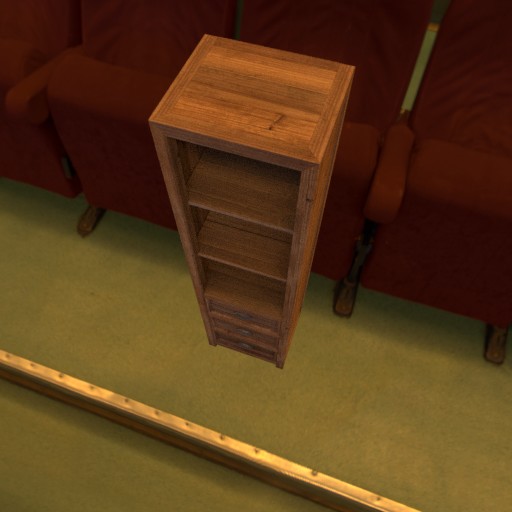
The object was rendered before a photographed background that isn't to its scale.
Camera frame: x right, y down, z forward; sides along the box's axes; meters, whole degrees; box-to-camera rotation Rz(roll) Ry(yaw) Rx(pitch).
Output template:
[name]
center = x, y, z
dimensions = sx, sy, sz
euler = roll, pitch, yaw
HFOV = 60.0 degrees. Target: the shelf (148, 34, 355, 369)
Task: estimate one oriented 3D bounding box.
[shelf]
center = 0.000, 0.000, 2.120
dimensions = 0.500, 1.900, 0.428
euler = 17, 61, 10
